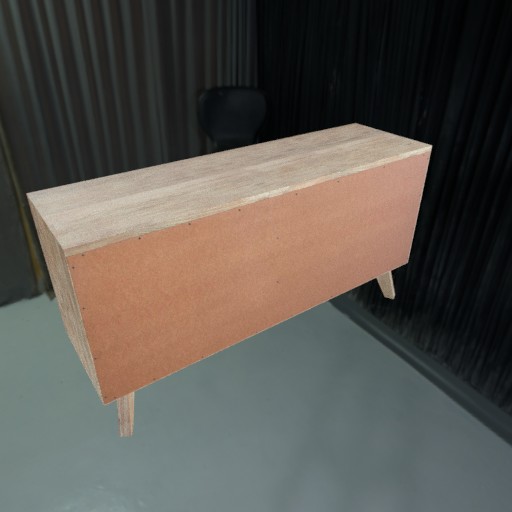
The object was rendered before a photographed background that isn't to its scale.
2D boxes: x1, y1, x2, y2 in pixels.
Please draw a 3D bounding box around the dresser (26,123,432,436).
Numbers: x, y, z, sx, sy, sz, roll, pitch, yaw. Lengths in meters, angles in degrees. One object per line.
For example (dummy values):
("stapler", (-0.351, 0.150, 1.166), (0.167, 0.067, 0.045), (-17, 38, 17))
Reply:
("dresser", (0.000, 0.000, 1.910), (1.554, 0.805, 0.455), (-20, 37, -30))
